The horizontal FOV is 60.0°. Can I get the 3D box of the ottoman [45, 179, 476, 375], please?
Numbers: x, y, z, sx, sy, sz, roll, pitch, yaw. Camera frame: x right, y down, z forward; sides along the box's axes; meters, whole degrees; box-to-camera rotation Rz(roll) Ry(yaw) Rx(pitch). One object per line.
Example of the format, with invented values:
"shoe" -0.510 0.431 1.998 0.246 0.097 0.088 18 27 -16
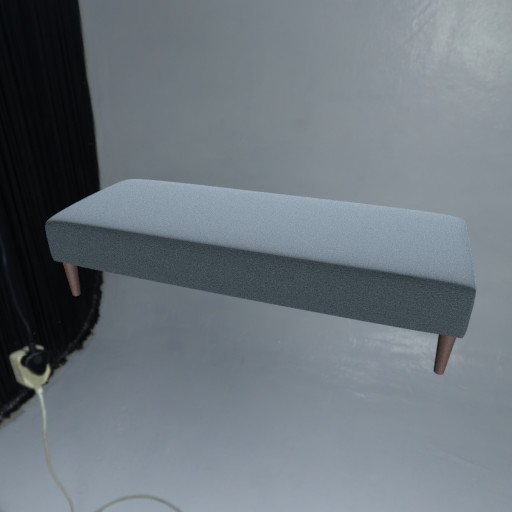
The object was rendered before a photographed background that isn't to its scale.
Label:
"ottoman" 0.000 0.000 1.872 1.609 0.393 0.646 9 29 17
